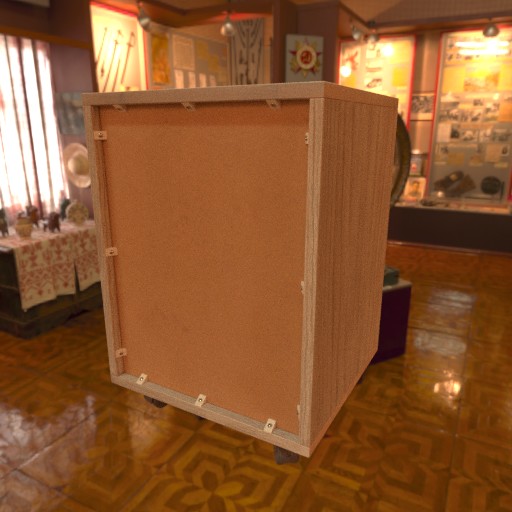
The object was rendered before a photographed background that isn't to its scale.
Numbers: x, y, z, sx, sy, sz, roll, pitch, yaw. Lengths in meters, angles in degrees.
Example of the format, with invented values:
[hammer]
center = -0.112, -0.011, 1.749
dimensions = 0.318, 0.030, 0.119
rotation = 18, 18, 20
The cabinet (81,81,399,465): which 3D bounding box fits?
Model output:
[cabinet]
center = 0.000, 0.000, 0.853
dimensions = 0.409, 0.579, 0.401
rotation = 9, 19, 28
